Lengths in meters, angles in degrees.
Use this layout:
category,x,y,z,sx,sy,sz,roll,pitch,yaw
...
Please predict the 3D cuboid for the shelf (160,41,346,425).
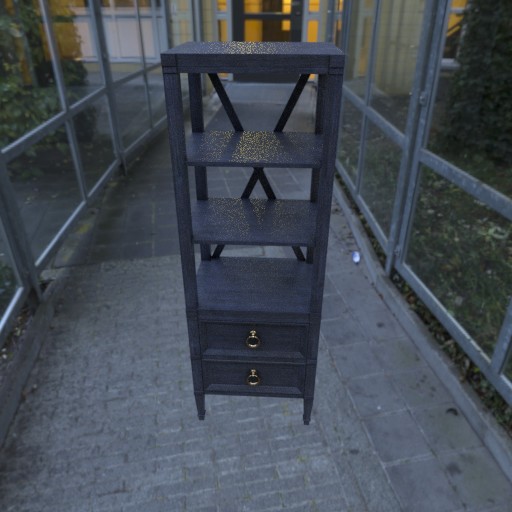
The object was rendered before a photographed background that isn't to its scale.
category,x,y,z,sx,sy,sz,roll,pitch,yaw
shelf,0.000,0.000,2.020,0.584,1.727,0.472,2,30,3
